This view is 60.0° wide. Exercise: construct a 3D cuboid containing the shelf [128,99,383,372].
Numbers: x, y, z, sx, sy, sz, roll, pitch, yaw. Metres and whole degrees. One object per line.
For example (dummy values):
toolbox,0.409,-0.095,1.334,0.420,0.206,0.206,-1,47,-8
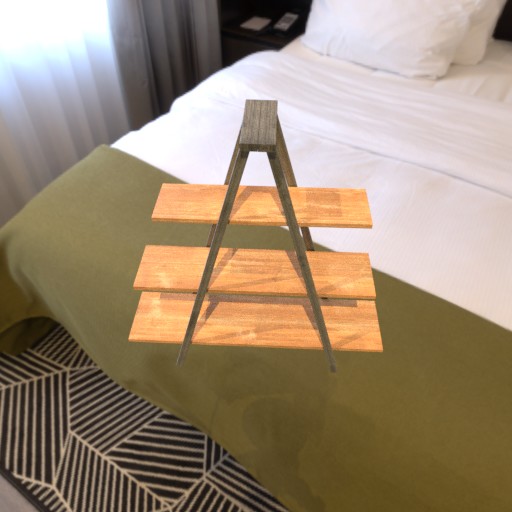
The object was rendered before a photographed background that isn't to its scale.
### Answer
shelf,0.000,0.000,2.716,1.746,1.808,0.508,2,46,2
